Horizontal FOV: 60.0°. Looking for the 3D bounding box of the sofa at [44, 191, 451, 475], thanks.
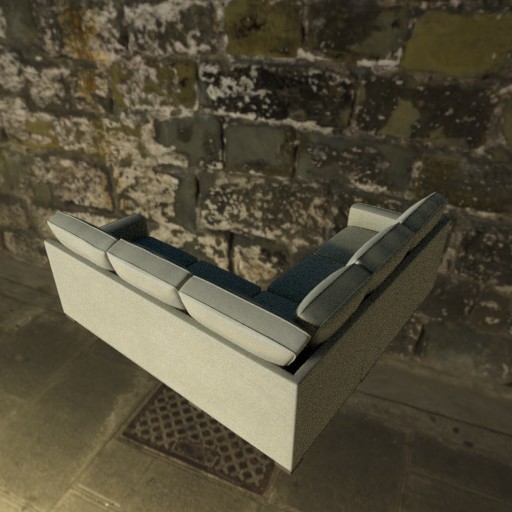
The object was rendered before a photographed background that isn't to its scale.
[{"bbox_3d":[0.000,0.000,3.432,2.211,0.936,2.188,22,38,31],"label":"sofa"}]
